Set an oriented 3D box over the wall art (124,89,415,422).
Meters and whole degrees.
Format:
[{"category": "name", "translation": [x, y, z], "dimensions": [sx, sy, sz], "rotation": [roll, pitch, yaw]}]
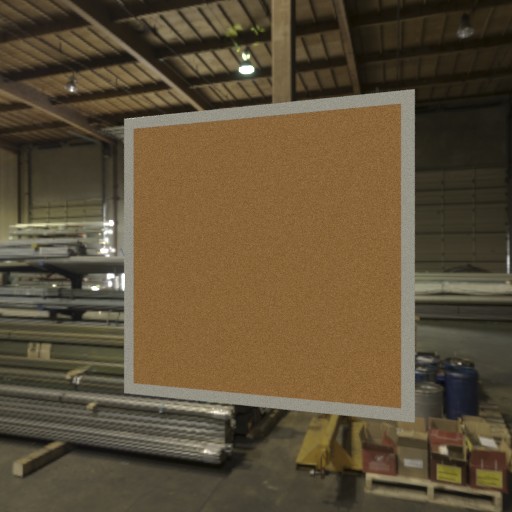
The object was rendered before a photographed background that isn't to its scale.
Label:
[{"category": "wall art", "translation": [0.000, 0.000, 1.203], "dimensions": [0.812, 0.813, 0.013], "rotation": [0, 0, 17]}]
